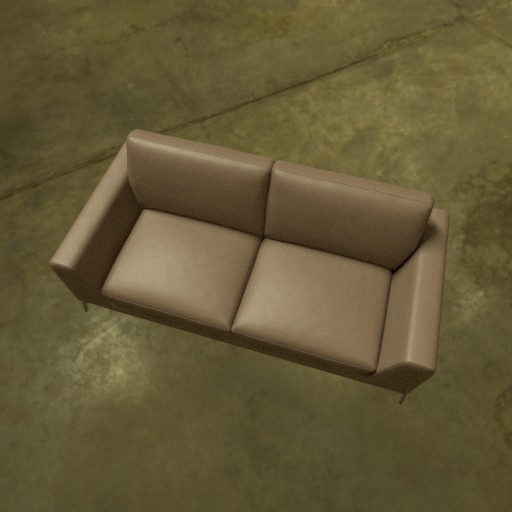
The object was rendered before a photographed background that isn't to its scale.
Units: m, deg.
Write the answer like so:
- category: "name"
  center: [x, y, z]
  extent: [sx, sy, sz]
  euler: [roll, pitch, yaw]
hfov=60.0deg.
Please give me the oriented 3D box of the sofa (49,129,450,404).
- category: "sofa"
  center: [0.000, 0.000, 2.542]
  extent: [2.017, 0.875, 0.953]
  euler: [14, 60, 9]
